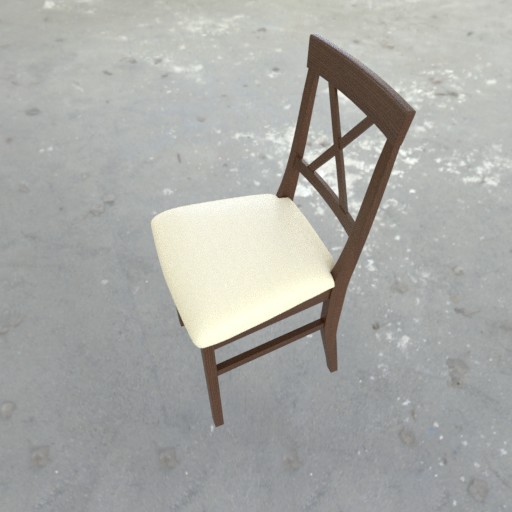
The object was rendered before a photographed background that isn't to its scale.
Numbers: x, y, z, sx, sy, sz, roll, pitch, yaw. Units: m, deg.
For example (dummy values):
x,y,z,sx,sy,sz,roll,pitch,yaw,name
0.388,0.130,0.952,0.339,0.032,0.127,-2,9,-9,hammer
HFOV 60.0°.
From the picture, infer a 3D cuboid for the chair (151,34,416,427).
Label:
x,y,z,sx,sy,sz,roll,pitch,yaw,name
0.000,0.000,1.152,0.480,0.913,0.440,-16,49,-15,chair
